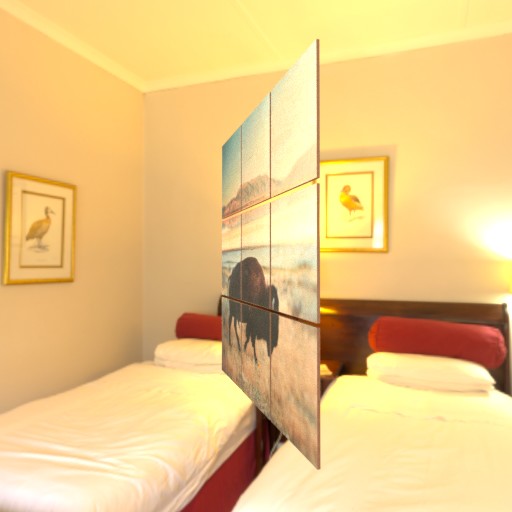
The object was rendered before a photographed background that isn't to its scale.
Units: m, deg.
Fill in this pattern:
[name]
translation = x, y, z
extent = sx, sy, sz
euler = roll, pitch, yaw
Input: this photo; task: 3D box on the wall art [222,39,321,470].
[wall art]
translation = 0.000, 0.000, 2.309
extent = 0.019, 1.532, 1.533
euler = 0, -1, -17
